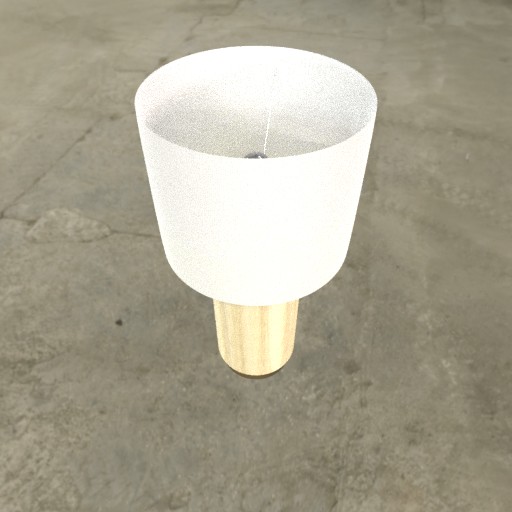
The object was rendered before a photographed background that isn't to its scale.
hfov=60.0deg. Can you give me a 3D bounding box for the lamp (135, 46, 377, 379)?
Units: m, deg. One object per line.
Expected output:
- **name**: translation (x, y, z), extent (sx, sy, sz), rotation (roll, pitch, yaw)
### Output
- **lamp**: translation (0.000, 0.000, 0.578), extent (0.228, 0.444, 0.228), rotation (33, 54, 28)
